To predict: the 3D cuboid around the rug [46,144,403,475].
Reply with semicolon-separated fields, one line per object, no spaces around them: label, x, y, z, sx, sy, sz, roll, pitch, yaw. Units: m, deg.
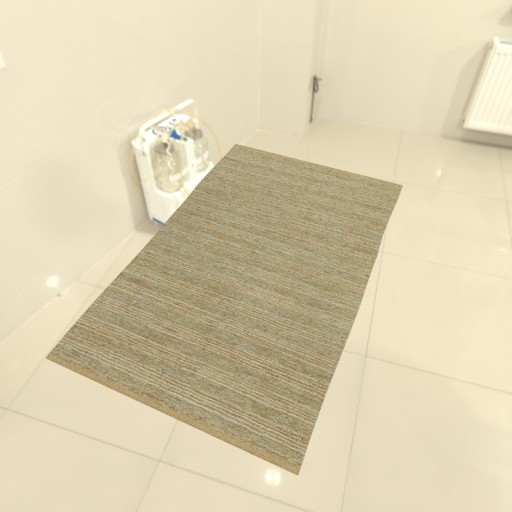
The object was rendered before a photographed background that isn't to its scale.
rug;0.000;0.000;3.069;1.540;0.012;2.448;18;49;17
